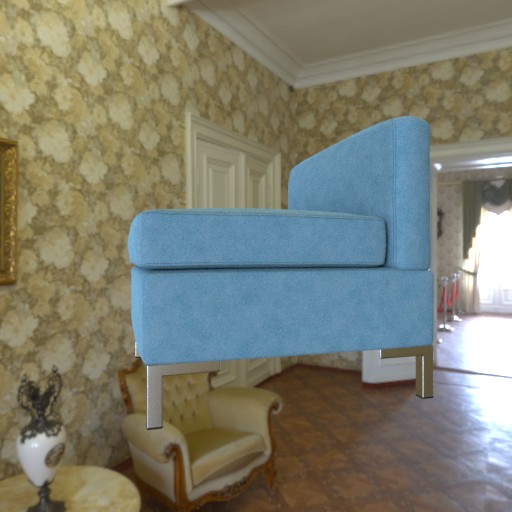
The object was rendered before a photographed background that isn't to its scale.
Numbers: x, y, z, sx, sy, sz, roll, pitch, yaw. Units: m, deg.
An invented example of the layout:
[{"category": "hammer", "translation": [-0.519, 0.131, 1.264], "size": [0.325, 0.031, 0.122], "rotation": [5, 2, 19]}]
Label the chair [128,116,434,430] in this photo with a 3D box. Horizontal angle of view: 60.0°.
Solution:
[{"category": "chair", "translation": [0.000, 0.000, 1.244], "size": [0.685, 0.660, 0.684], "rotation": [0, 0, -17]}]
